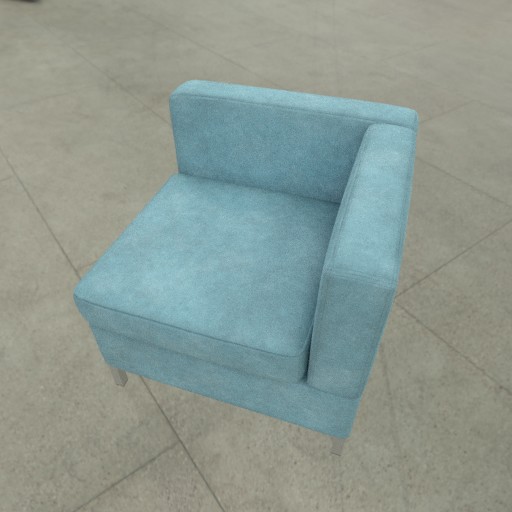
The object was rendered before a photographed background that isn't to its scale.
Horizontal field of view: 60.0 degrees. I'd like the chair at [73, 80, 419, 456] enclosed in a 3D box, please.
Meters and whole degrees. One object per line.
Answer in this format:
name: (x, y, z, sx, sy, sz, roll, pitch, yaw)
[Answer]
chair: (0.000, 0.000, 1.190, 0.691, 0.660, 0.684, 13, 44, 13)
